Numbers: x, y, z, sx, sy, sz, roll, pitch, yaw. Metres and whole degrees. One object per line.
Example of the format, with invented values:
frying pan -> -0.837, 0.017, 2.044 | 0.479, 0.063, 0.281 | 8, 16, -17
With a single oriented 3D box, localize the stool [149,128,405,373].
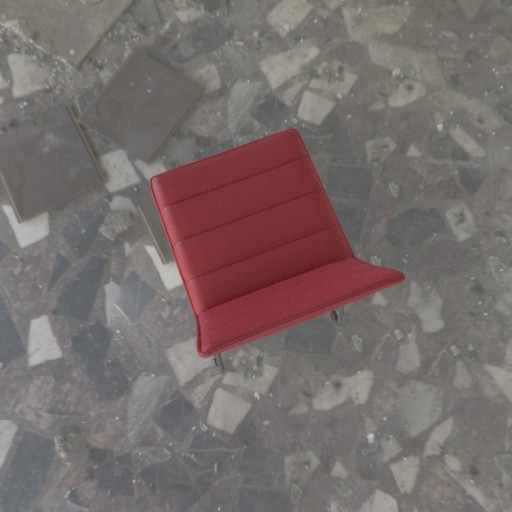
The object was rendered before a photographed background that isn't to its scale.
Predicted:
stool -> 0.000, 0.000, 1.254 | 0.489, 0.937, 0.524 | -20, 77, -5
